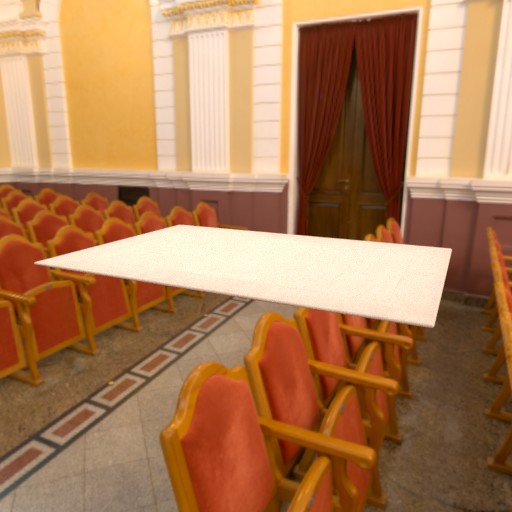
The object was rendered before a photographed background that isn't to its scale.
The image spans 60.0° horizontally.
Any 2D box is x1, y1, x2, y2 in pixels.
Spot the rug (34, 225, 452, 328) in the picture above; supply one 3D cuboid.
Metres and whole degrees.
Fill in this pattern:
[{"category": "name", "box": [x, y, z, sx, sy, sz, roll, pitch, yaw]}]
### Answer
[{"category": "rug", "box": [0.000, 0.000, 2.313, 1.829, 0.013, 1.219, 7, 15, 25]}]
